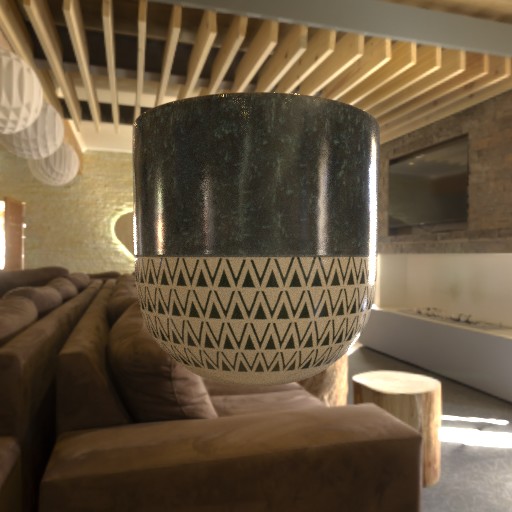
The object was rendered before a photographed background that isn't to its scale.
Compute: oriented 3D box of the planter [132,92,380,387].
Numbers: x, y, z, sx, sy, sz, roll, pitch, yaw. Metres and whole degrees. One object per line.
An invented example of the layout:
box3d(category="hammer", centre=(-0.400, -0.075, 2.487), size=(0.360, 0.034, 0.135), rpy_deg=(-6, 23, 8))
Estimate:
box3d(category="planter", centre=(0.000, 0.000, 0.495), size=(0.266, 0.270, 0.266), rpy_deg=(0, 0, 0))
